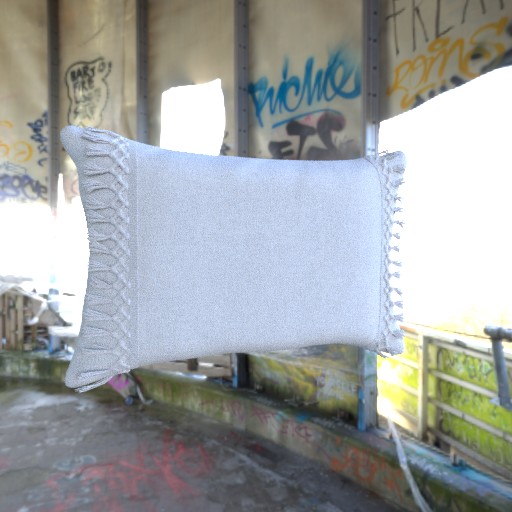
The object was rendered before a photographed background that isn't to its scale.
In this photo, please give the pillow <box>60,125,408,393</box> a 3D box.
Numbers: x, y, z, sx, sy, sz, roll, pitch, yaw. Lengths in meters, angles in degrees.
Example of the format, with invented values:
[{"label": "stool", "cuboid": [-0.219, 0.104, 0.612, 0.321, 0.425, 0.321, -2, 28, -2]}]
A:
[{"label": "pillow", "cuboid": [0.000, 0.000, 0.577, 0.466, 0.305, 0.084, 0, 1, -18]}]
